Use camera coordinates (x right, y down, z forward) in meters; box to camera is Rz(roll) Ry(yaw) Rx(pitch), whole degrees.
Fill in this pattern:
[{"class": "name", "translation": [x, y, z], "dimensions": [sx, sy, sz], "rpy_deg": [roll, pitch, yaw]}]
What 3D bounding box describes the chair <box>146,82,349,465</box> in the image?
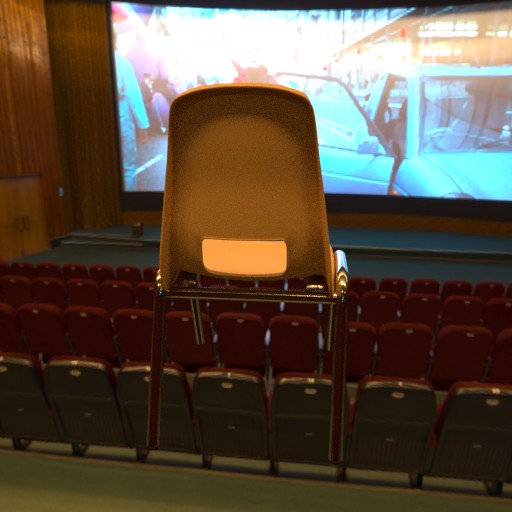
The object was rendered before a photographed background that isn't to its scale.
[{"class": "chair", "translation": [0.000, 0.000, 0.859], "dimensions": [0.354, 0.586, 0.423], "rpy_deg": [2, 15, 6]}]
